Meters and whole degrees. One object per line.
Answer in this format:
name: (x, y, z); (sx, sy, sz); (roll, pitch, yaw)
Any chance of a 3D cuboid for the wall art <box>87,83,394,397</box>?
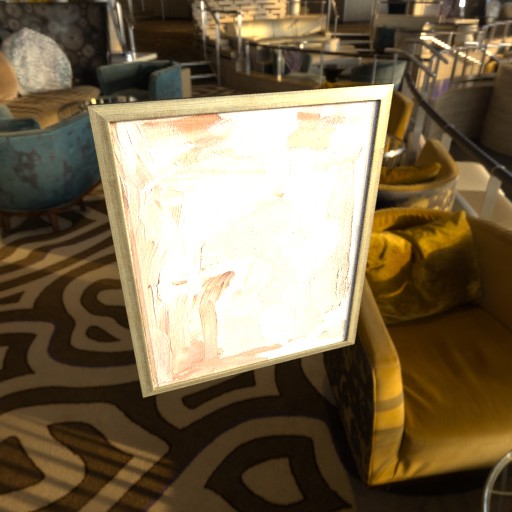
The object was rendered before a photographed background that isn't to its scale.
wall art: (0.000, 0.000, 0.942); (0.559, 0.660, 0.018); (-10, 33, -16)
